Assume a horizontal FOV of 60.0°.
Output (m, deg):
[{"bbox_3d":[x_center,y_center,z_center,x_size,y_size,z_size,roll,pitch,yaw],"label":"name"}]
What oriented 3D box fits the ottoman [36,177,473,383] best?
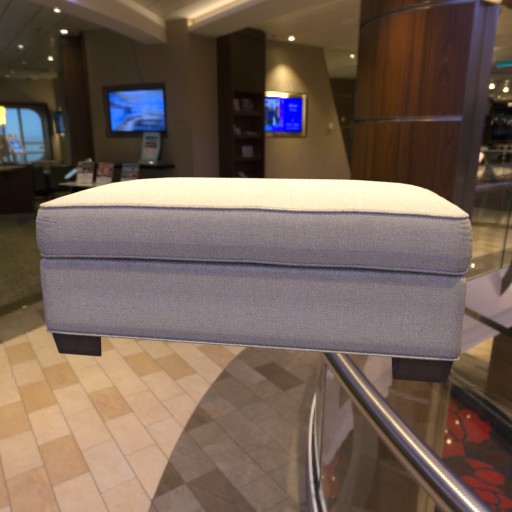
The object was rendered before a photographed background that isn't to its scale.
[{"bbox_3d":[0.000,0.000,1.394,1.097,0.461,0.617,2,15,8],"label":"ottoman"}]
